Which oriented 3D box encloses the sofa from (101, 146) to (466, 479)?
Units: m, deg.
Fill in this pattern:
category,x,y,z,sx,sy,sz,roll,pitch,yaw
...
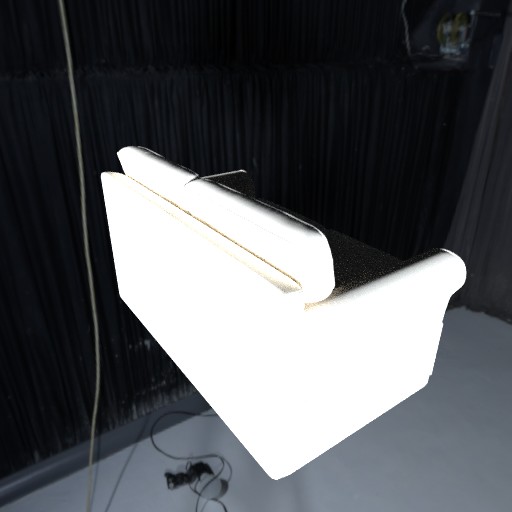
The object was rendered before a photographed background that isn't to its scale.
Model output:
category,x,y,z,sx,sy,sz,roll,pitch,yaw
sofa,0.000,0.000,2.277,0.991,0.940,1.727,-17,31,-31
